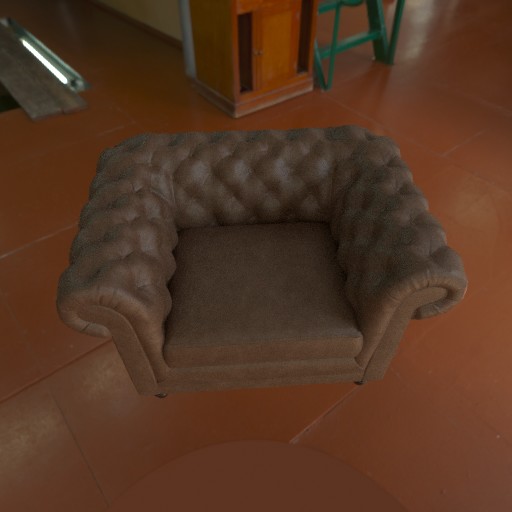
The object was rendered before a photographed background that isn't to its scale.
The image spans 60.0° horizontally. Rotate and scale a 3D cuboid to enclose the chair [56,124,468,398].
[{"bbox_3d":[0.000,0.000,1.873,1.298,0.784,0.954,-3,46,-3],"label":"chair"}]
